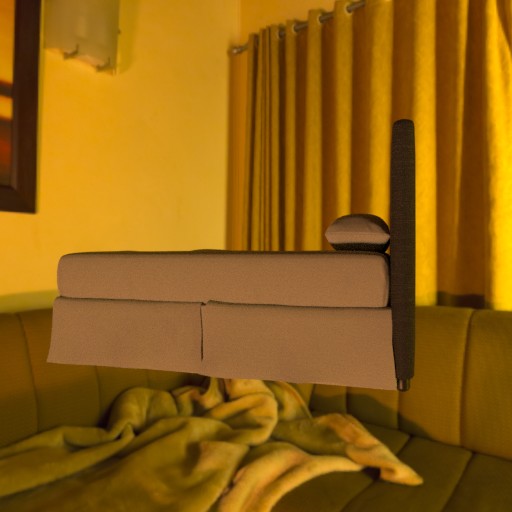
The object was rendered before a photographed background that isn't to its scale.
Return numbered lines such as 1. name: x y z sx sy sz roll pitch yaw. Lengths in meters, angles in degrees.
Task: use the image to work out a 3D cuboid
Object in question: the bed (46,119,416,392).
1. bed: 0.000 0.000 3.253 2.142 1.330 1.884 0 0 17
